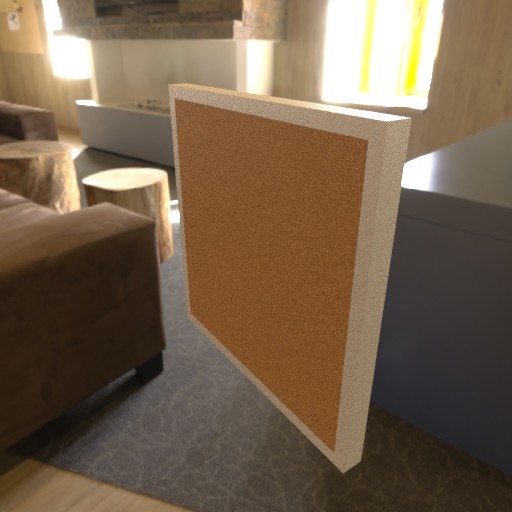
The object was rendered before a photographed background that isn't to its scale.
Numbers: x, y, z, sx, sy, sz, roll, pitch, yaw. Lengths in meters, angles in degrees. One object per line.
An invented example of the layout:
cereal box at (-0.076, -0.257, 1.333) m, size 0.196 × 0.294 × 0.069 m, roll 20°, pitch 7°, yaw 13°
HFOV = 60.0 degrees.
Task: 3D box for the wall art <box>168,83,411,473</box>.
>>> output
wall art at (0.000, 0.000, 0.746) m, size 0.038 × 0.508 × 0.507 m, roll -17°, pitch 31°, yaw -31°
